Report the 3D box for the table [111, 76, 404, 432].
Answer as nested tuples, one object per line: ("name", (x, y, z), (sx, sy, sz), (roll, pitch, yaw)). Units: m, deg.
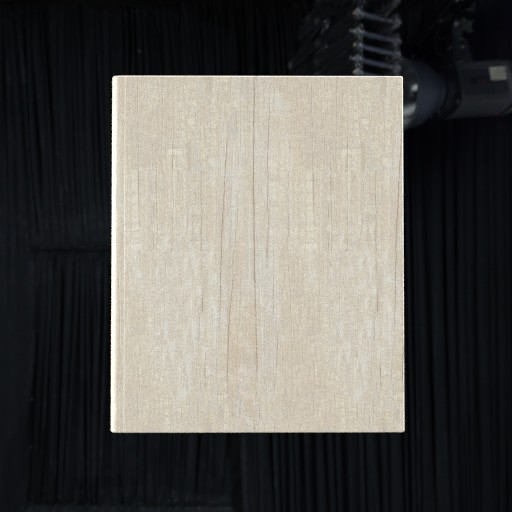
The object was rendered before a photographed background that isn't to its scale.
("table", (0.000, 0.000, 0.917), (0.420, 0.510, 0.570), (0, -1, 0))
